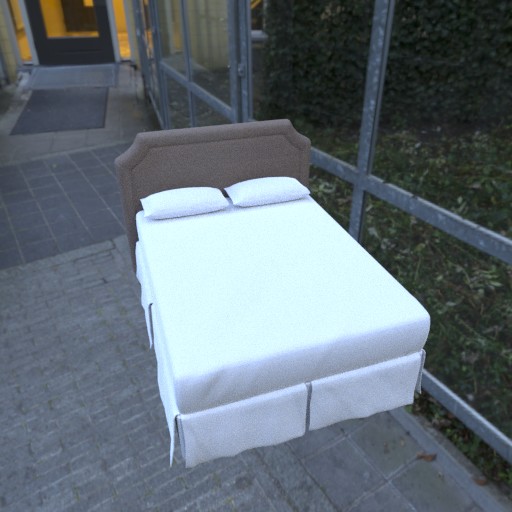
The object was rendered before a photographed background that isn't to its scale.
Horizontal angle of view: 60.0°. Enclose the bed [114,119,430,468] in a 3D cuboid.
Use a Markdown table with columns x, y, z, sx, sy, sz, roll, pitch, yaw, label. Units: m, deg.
| x | y | z | sx | sy | sz | roll | pitch | yaw | label |
| --- | --- | --- | --- | --- | --- | --- | --- | --- | --- |
| 0.000 | 0.000 | 3.149 | 1.693 | 1.290 | 2.116 | -10 | 34 | -15 | bed |
